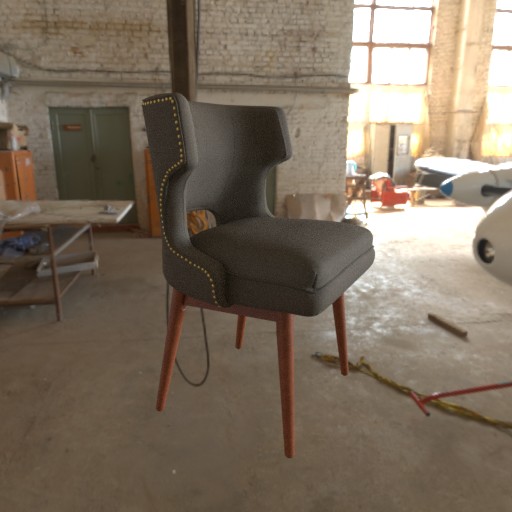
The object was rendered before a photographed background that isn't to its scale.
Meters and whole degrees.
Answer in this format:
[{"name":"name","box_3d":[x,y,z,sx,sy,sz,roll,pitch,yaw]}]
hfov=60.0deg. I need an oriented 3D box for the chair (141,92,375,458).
[{"name":"chair","box_3d":[0.000,0.000,1.265,0.581,0.863,0.595,8,17,27]}]
